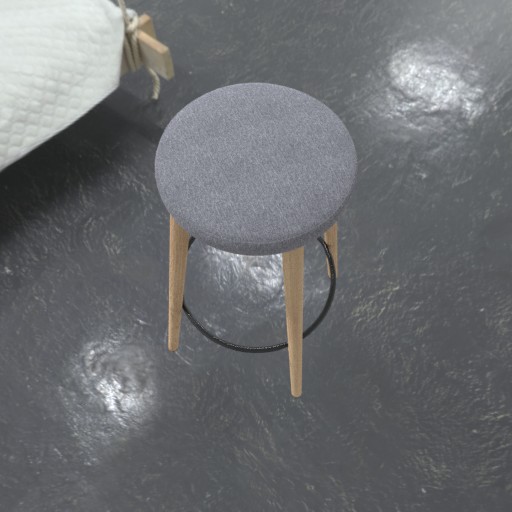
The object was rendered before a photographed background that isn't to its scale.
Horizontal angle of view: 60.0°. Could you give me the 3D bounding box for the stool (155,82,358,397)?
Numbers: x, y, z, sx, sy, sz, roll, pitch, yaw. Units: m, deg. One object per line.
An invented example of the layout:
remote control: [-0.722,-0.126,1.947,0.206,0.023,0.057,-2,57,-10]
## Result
stool: [0.000,0.000,1.017,0.410,0.770,0.410,18,66,8]
